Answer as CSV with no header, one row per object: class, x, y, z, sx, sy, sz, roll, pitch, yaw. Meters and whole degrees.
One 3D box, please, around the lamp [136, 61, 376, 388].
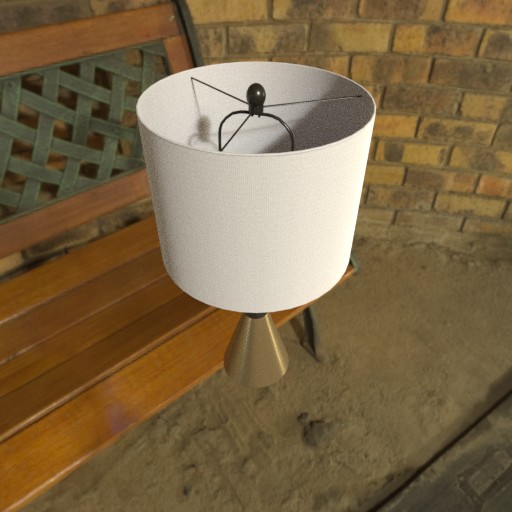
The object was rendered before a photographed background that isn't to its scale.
lamp,0.000,0.000,0.746,0.304,0.573,0.304,12,42,13
